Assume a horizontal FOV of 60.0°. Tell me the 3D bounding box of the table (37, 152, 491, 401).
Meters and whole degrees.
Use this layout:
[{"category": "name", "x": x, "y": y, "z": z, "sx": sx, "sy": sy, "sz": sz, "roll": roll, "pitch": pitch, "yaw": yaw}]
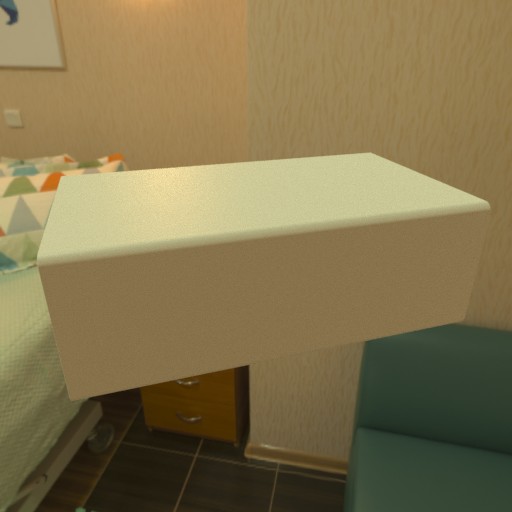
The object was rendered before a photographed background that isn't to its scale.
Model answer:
[{"category": "table", "x": 0.000, "y": 0.000, "z": 1.380, "sx": 1.097, "sy": 0.442, "sz": 0.639, "roll": -8, "pitch": 27, "yaw": -16}]
